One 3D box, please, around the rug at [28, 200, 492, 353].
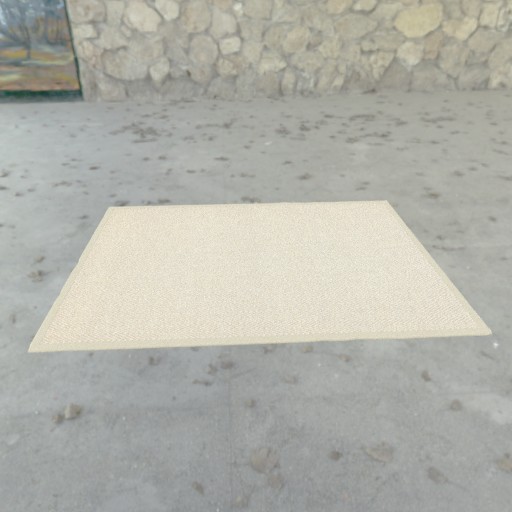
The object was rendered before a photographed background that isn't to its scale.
[{"bbox_3d":[0.000,0.000,4.641,3.659,0.037,2.734,-2,30,-3],"label":"rug"}]
